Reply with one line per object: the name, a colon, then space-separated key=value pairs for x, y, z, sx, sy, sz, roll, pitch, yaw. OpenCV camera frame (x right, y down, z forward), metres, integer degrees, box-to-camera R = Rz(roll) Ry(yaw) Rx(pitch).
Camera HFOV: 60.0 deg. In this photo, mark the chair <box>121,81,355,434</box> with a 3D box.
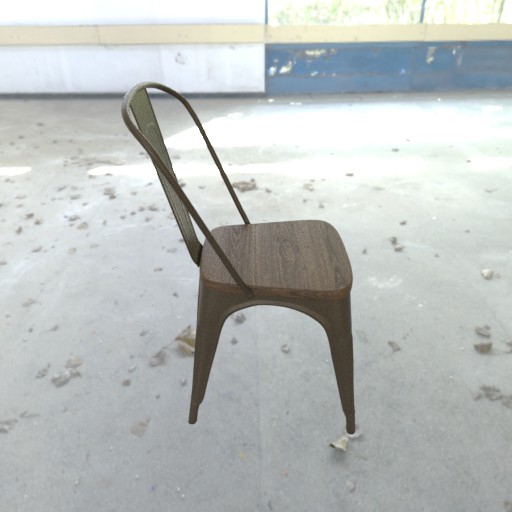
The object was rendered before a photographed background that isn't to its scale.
chair: x=0.000 y=0.000 z=1.158 sx=0.532 sy=0.844 sz=0.451 roll=0 pitch=31 yaw=0
